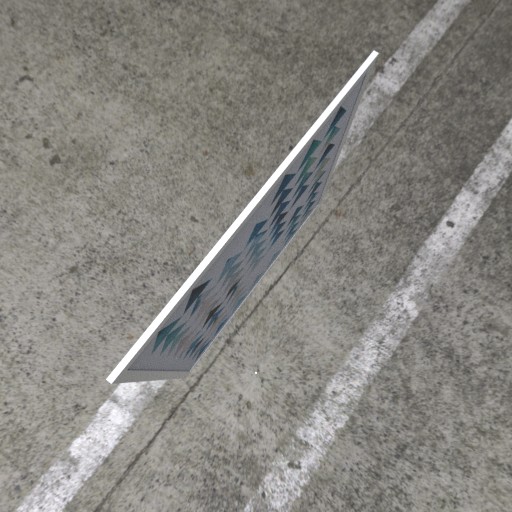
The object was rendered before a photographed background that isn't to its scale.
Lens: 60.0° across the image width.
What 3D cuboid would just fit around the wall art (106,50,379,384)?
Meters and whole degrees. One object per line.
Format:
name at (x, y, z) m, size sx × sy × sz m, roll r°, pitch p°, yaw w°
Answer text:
wall art at (0.000, 0.000, 0.681) m, size 0.007 × 0.456 × 0.456 m, roll 36°, pitch 78°, yaw 9°
